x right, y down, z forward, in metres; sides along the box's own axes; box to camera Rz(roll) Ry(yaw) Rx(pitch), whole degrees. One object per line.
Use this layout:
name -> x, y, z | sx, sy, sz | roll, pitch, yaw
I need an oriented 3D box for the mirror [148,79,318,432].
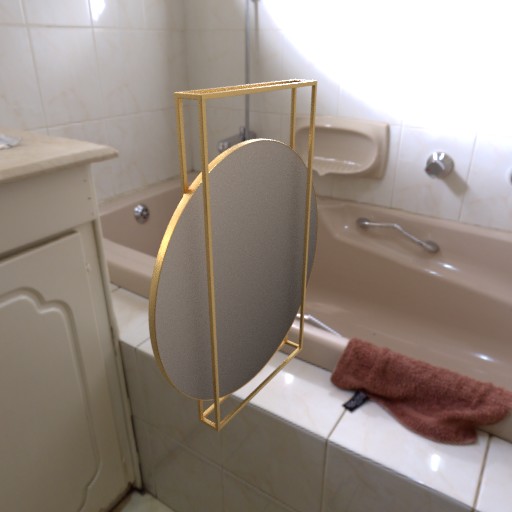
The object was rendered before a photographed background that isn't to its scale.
mirror -> 0.000, 0.000, 0.838 | 0.051, 0.603, 0.508 | 17, 30, 32
